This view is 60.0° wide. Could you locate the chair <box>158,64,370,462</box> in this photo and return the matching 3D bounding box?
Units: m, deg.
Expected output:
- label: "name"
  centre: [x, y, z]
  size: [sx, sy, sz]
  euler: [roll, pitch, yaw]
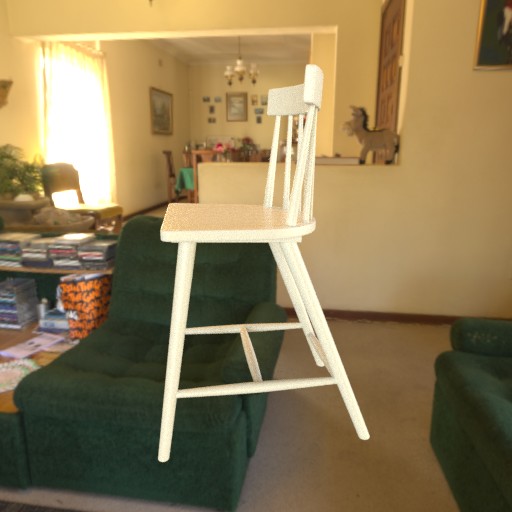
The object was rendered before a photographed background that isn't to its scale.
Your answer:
- label: "chair"
  centre: [0.000, 0.000, 1.270]
  size: [0.572, 0.952, 0.483]
  euler: [-2, 14, -8]
